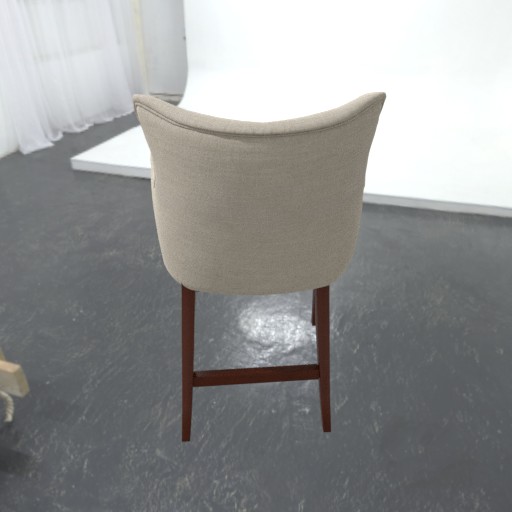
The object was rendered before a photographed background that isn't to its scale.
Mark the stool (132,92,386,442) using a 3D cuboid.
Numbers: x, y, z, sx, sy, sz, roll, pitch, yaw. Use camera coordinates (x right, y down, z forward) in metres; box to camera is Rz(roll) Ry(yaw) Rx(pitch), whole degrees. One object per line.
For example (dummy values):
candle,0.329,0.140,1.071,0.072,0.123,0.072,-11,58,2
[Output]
stool,0.000,0.000,1.343,0.615,0.987,0.637,-2,31,-3
